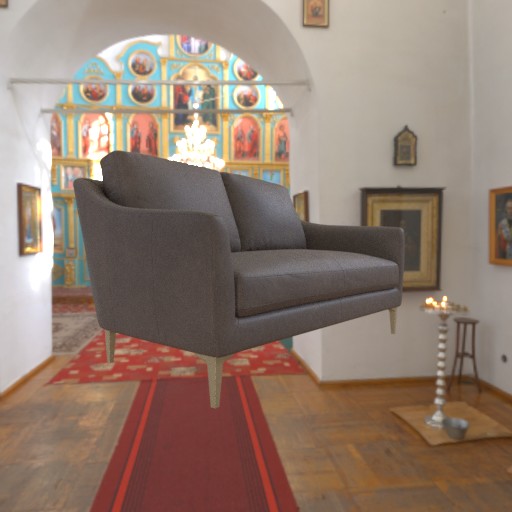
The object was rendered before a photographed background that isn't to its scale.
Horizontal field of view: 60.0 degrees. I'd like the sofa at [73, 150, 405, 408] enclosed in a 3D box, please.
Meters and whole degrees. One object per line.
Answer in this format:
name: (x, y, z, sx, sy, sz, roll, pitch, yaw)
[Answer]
sofa: (0.000, 0.000, 2.201, 0.960, 0.902, 1.619, 1, 1, 38)
